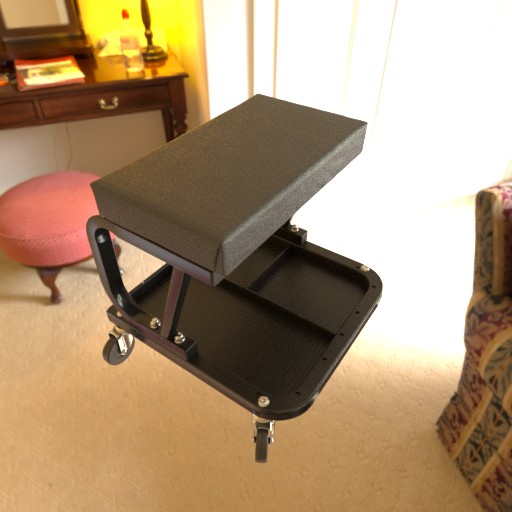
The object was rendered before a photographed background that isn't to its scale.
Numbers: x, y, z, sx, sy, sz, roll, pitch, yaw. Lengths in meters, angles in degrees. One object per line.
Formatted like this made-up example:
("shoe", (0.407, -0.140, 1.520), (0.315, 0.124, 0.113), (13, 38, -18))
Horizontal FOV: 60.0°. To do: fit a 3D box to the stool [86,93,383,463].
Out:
("stool", (0.000, 0.000, 0.731), (0.371, 0.380, 0.446), (25, 46, 26))
